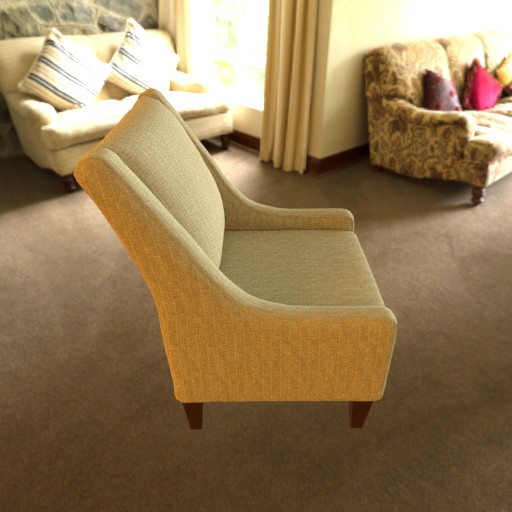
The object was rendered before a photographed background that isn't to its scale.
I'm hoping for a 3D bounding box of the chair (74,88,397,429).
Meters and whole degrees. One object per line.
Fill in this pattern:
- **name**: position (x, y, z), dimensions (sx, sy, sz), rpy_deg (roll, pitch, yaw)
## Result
- **chair**: position (0.000, 0.000, 1.601), dimensions (0.870, 1.014, 0.774), rpy_deg (0, 32, 0)
